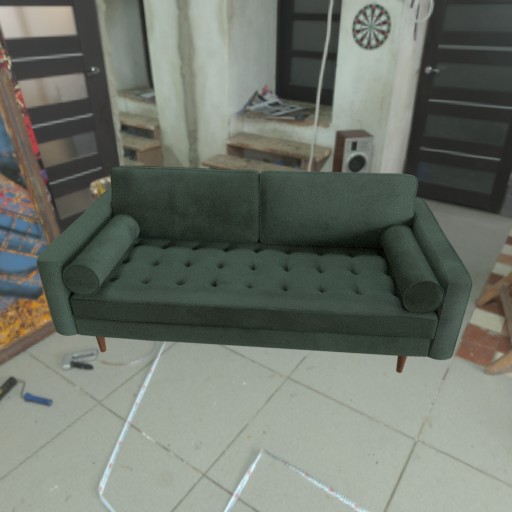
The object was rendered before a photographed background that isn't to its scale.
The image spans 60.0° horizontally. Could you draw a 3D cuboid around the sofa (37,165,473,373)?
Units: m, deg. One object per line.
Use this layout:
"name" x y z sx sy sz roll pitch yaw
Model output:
"sofa" 0.000 0.000 2.327 1.880 0.772 0.916 3 29 5
